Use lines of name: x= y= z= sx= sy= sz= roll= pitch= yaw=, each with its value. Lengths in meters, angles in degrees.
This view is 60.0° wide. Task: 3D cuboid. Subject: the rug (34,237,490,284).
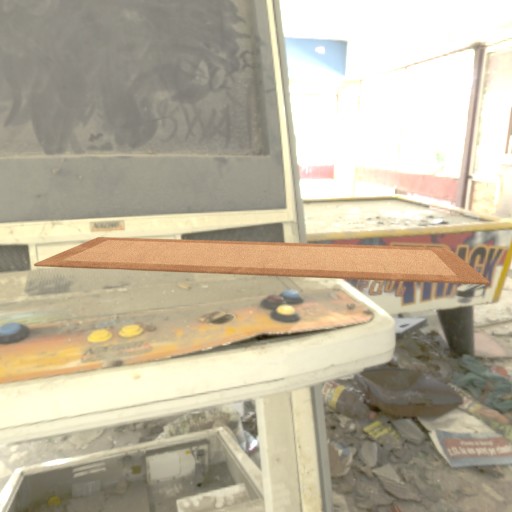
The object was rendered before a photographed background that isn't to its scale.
rug: x=0.000 y=0.000 z=2.709 sx=2.439 sy=0.017 sz=0.764 roll=2 pitch=14 yaw=8
